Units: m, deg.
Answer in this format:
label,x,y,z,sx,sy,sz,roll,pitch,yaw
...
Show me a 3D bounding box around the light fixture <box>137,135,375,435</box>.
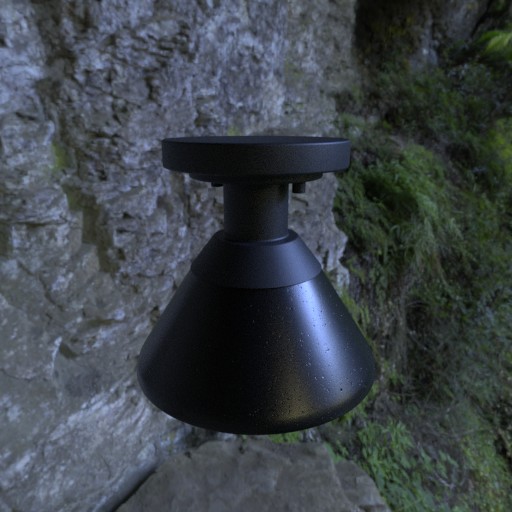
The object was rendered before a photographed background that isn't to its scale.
label,x,y,z,sx,sy,sz,roll,pitch,yaw
light fixture,0.000,0.000,0.358,0.200,0.183,0.200,0,17,0
